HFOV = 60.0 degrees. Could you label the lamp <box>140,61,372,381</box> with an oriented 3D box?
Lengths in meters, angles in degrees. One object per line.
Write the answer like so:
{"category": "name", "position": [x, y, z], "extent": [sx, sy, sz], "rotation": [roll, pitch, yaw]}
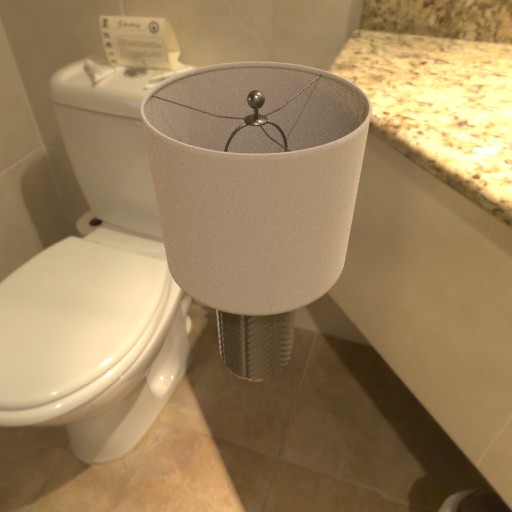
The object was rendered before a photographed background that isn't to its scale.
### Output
{"category": "lamp", "position": [0.000, 0.000, 0.520], "extent": [0.203, 0.389, 0.203], "rotation": [-12, 43, -13]}
